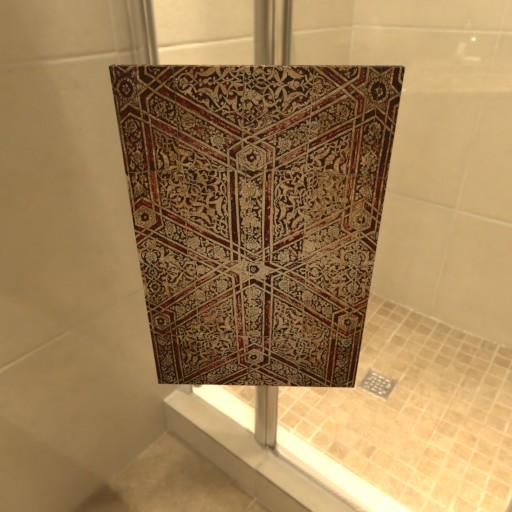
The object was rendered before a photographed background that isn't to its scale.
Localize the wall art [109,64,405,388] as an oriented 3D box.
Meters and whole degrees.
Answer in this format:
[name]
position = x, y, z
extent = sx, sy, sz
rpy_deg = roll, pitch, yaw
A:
[wall art]
position = 0.000, 0.000, 0.753
extent = 0.397, 0.599, 0.020
rpy_deg = 1, 31, 1
